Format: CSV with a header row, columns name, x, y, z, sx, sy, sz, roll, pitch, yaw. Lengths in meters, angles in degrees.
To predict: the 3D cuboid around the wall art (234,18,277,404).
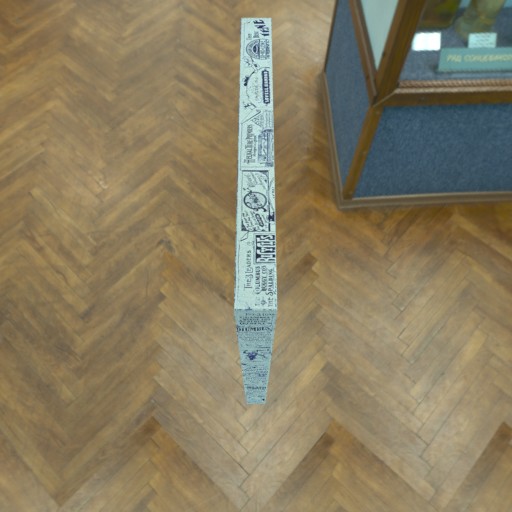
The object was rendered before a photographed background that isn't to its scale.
name,x,y,z,sx,sy,sz,roll,pitch,yaw
wall art,0.000,0.000,0.479,0.025,0.376,0.255,0,64,0
